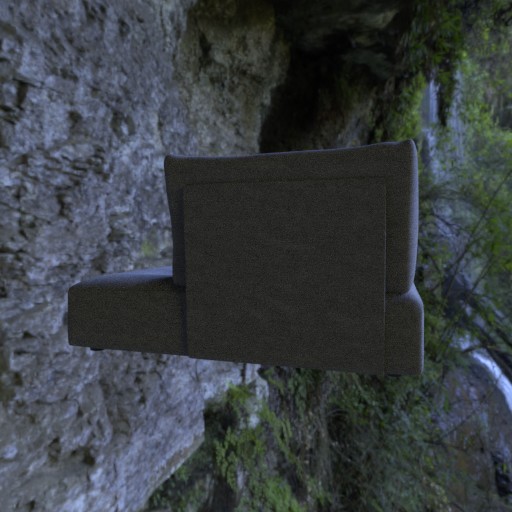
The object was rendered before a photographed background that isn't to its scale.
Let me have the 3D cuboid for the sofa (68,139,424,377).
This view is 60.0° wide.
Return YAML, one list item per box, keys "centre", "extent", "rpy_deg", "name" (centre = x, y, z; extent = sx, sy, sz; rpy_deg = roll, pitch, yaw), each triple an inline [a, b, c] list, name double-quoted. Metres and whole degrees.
- centre: [0.000, 0.000, 2.098]
  extent: [1.450, 0.820, 1.002]
  rpy_deg: [1, 3, 17]
  name: "sofa"
